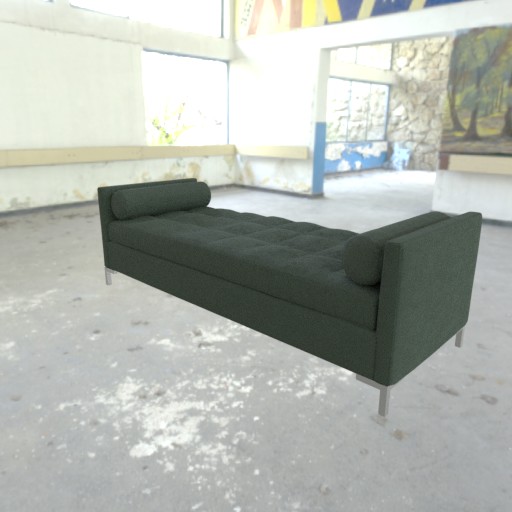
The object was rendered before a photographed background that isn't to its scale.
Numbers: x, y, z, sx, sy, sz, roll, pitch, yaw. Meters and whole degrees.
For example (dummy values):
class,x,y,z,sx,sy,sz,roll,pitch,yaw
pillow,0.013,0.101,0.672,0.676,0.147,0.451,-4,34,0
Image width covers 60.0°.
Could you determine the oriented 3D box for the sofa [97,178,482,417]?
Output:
class,x,y,z,sx,sy,sz,roll,pitch,yaw
sofa,0.000,0.000,2.481,2.102,0.657,0.797,15,22,42
